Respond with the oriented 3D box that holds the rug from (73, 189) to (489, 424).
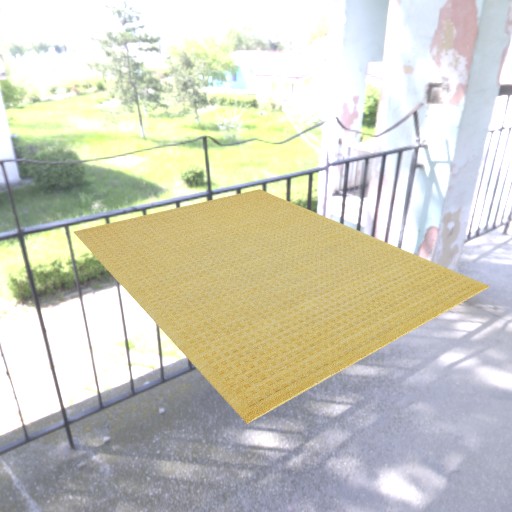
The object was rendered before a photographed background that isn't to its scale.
[{"bbox_3d":[0.000,0.000,4.240,2.486,0.015,3.242,-18,32,-32],"label":"rug"}]
